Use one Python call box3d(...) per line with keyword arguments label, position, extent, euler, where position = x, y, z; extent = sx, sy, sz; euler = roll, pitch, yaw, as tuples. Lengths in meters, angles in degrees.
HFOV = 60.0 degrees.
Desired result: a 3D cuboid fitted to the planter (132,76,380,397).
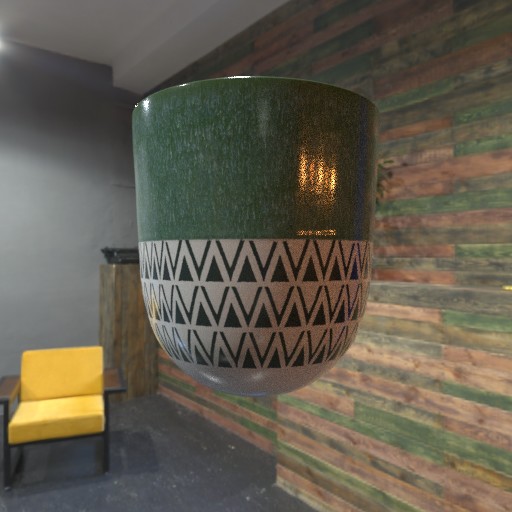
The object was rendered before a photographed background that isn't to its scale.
box3d(label="planter", position=(0.000, 0.000, 0.361), extent=(0.195, 0.214, 0.195), euler=(0, 0, 0))
